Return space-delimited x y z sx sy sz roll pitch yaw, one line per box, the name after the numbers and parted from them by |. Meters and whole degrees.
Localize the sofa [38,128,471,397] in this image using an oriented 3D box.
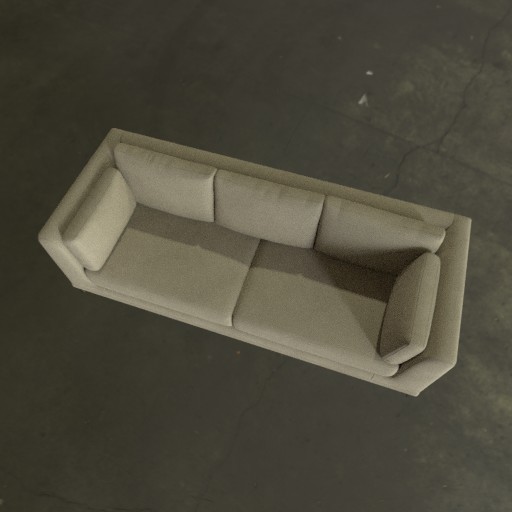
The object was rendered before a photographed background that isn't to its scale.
0.000 0.000 2.891 2.415 0.867 0.969 16 61 9 | sofa
